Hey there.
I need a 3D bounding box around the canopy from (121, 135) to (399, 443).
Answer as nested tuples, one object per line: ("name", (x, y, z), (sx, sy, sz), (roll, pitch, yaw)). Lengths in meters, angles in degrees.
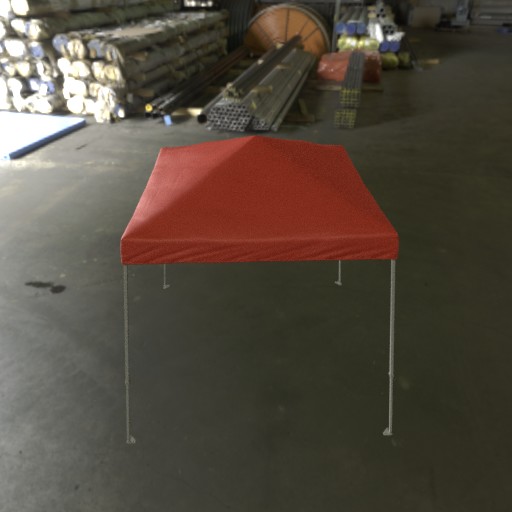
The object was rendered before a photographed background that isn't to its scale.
("canopy", (0.000, 0.000, 5.198), (2.850, 2.850, 2.849), (-1, 32, -2))
